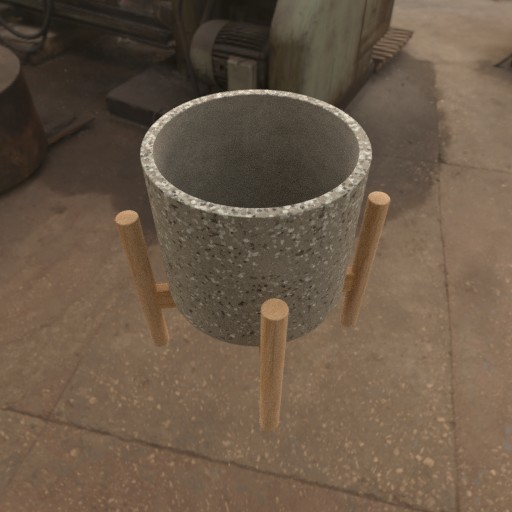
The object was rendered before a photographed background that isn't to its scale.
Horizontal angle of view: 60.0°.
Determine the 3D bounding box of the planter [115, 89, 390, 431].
[{"bbox_3d":[0.000,0.000,0.547,0.284,0.320,0.284,11,47,11],"label":"planter"}]
